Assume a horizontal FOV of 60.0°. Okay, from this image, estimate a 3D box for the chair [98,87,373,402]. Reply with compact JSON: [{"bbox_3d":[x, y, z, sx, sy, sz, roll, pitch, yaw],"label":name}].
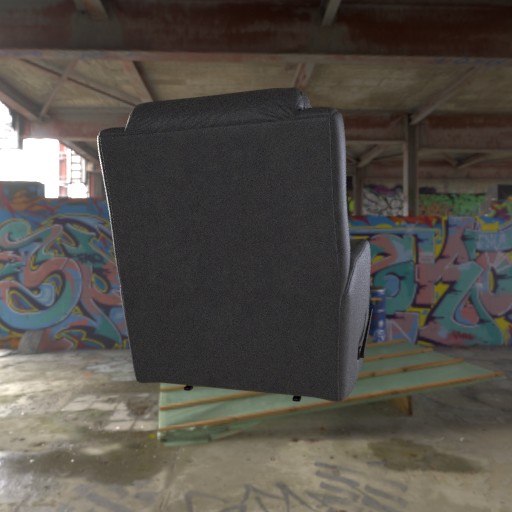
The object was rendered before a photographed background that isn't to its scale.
[{"bbox_3d":[0.000,0.000,1.948,0.967,1.116,1.068,0,0,18],"label":"chair"}]
